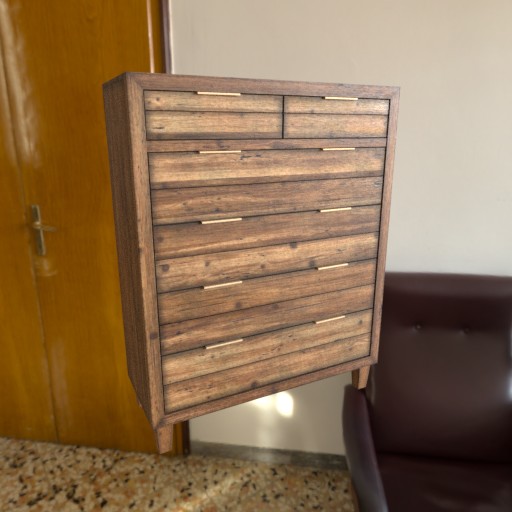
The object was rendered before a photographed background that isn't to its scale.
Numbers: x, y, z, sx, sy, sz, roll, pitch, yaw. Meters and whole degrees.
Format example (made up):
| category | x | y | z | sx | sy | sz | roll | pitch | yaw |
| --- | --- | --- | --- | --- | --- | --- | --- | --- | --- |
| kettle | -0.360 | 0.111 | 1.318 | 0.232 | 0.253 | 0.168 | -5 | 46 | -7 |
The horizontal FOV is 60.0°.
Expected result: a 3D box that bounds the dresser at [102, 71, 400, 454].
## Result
| category | x | y | z | sx | sy | sz | roll | pitch | yaw |
| --- | --- | --- | --- | --- | --- | --- | --- | --- | --- |
| dresser | 0.000 | 0.000 | 1.886 | 1.067 | 1.359 | 0.438 | -8 | 18 | -26 |
